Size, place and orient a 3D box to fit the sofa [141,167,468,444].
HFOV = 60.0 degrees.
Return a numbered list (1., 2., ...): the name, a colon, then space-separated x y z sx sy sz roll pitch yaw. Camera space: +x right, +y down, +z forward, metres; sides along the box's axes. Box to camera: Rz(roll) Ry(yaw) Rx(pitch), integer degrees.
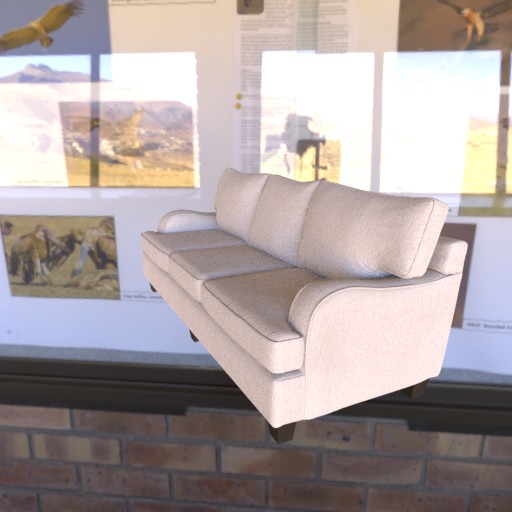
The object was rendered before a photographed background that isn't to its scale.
1. sofa: 0.000 0.000 2.834 1.016 0.991 2.323 -7 16 -25
